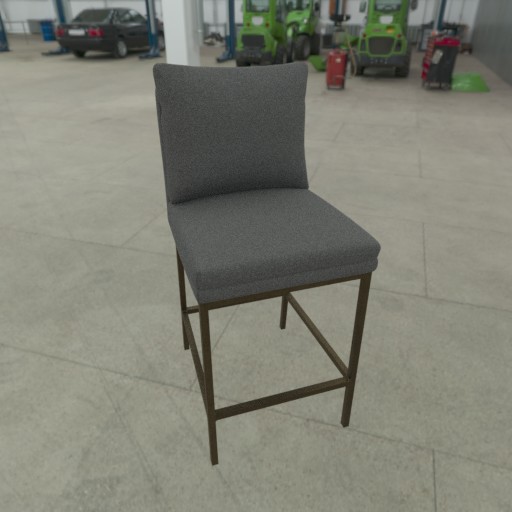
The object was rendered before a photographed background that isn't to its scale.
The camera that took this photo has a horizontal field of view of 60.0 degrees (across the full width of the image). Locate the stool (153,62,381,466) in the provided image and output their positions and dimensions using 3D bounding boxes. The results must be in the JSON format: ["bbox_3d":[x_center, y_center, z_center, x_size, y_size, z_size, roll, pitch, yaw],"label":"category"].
[{"bbox_3d":[0.000,0.000,1.311,0.463,1.030,0.569,-9,31,-16],"label":"stool"}]
